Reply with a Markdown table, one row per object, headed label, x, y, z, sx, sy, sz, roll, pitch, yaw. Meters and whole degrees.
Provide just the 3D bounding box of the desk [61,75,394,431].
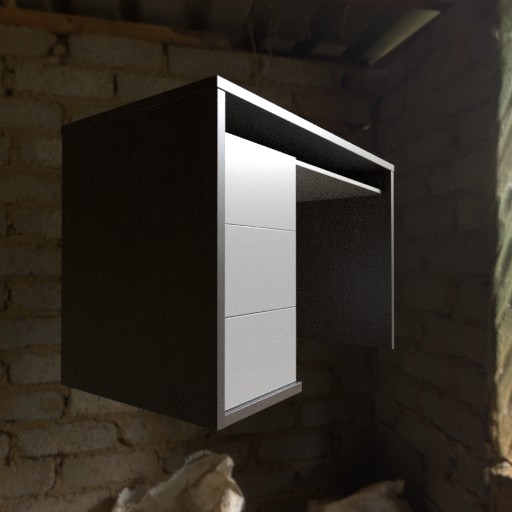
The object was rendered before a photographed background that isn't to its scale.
| label | x | y | z | sx | sy | sz | roll | pitch | yaw |
| --- | --- | --- | --- | --- | --- | --- | --- | --- | --- |
| desk | 0.000 | 0.000 | 1.548 | 0.600 | 0.750 | 1.100 | 0 | -1 | 36 |
